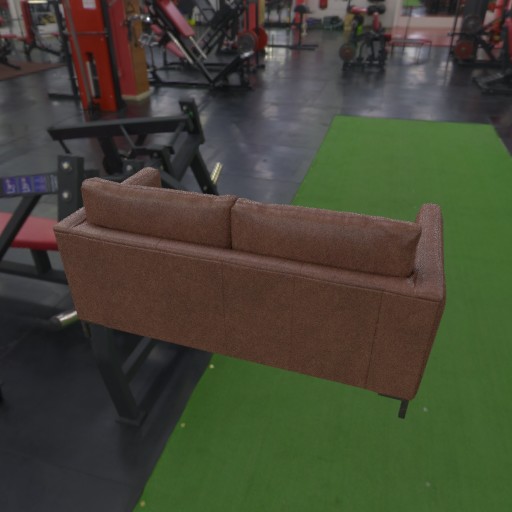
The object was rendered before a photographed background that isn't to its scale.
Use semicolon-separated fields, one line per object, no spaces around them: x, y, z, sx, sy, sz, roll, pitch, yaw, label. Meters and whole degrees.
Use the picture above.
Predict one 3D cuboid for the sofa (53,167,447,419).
0.000;0.000;2.337;1.797;0.883;0.899;10;33;15;sofa
